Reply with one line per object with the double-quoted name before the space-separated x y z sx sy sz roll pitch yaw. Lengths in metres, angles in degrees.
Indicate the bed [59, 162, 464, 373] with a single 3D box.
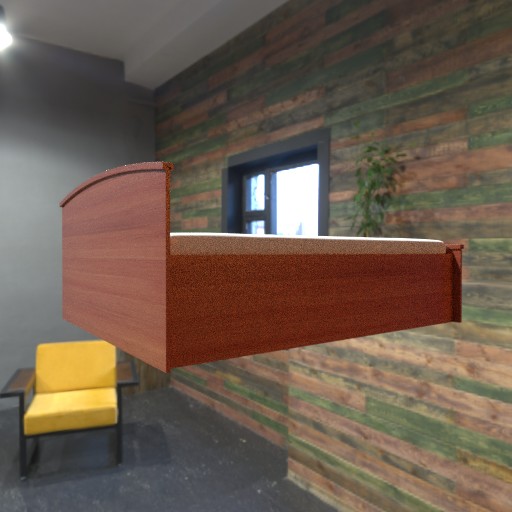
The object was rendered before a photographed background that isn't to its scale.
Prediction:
"bed" 0.000 0.000 2.908 2.053 0.848 1.683 0 1 -36
